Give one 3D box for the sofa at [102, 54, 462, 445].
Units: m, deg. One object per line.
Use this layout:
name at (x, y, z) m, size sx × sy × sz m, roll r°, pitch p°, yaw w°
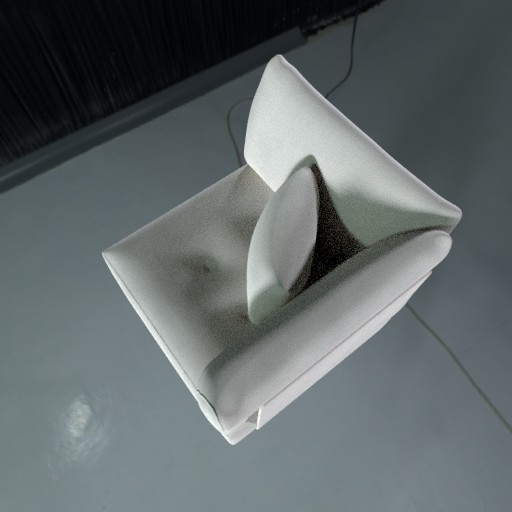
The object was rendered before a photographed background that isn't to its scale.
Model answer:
sofa at (0.000, 0.000, 1.757) m, size 1.000 × 0.820 × 1.000 m, roll -34°, pitch 68°, yaw -16°
